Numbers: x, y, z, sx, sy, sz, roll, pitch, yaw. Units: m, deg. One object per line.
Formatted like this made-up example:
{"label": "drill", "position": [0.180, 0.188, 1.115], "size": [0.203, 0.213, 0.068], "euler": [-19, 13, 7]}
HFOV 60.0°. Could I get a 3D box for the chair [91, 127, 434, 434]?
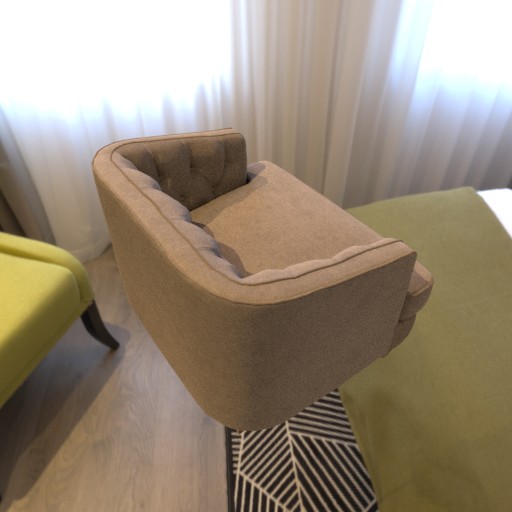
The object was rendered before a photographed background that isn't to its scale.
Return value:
{"label": "chair", "position": [0.000, 0.000, 1.800], "size": [0.941, 0.852, 1.104], "euler": [-26, 48, -26]}
